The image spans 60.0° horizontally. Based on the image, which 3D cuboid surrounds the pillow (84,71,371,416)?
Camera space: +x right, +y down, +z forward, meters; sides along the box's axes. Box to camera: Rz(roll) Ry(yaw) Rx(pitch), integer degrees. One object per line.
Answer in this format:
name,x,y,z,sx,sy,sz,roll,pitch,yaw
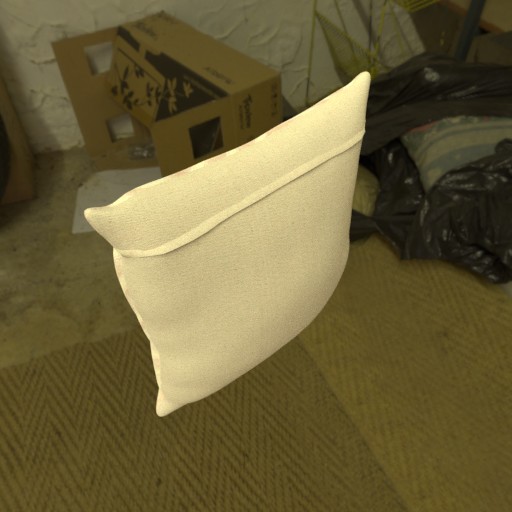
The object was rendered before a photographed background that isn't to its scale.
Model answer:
pillow,0.000,0.000,0.667,0.440,0.441,0.182,-33,55,-28
